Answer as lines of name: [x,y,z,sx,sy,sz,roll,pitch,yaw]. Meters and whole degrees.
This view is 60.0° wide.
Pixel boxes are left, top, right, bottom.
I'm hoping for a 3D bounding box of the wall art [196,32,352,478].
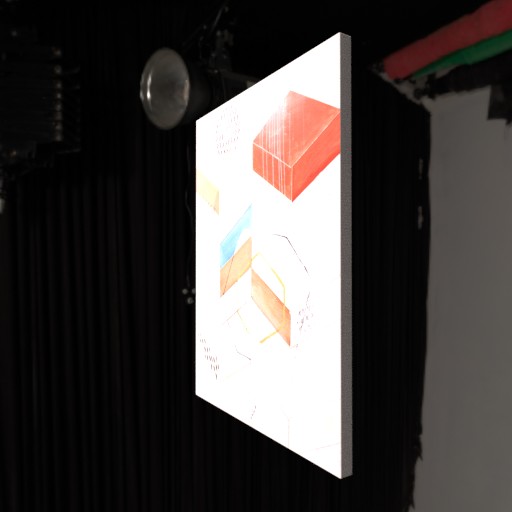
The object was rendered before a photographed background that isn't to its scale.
wall art: [0.000,0.000,1.605,0.046,1.221,0.914,1,-1,-33]
